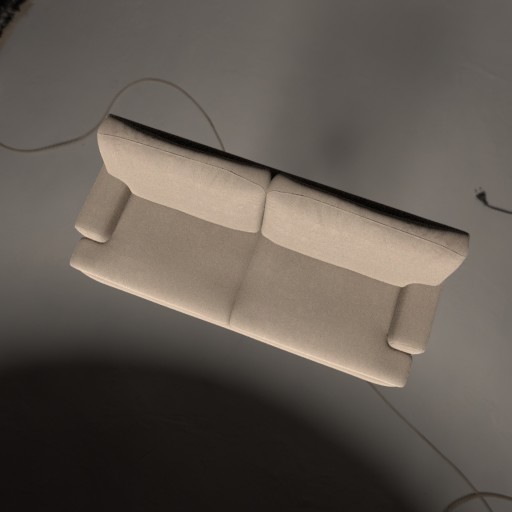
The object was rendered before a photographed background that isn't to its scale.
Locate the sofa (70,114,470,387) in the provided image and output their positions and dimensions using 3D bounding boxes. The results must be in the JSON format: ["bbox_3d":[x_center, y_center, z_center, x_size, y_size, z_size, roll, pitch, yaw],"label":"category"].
[{"bbox_3d":[0.000,0.000,2.874,2.354,0.980,0.962,19,76,5],"label":"sofa"}]
